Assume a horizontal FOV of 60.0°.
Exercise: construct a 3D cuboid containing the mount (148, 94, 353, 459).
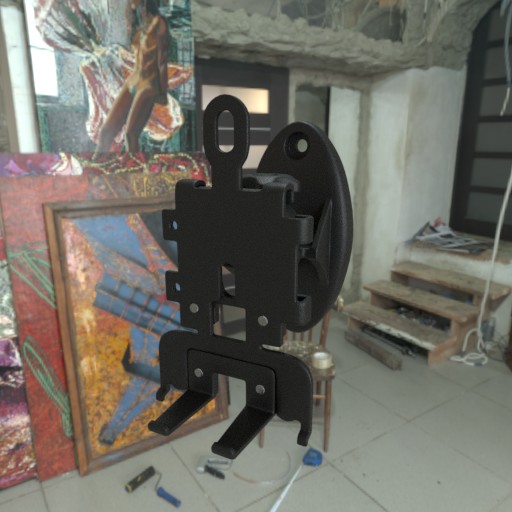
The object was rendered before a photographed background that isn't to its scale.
[{"bbox_3d":[0.000,0.000,0.177,0.066,0.118,0.100,7,16,26],"label":"mount"}]
